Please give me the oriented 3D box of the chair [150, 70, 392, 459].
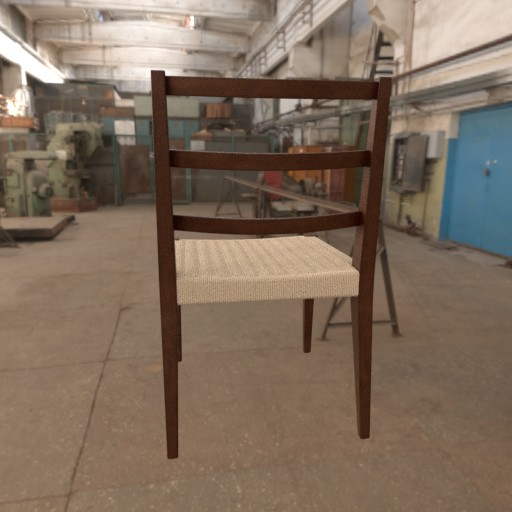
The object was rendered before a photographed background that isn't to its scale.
[{"bbox_3d":[0.000,0.000,1.160,0.480,0.813,0.551,-2,13,-9],"label":"chair"}]
